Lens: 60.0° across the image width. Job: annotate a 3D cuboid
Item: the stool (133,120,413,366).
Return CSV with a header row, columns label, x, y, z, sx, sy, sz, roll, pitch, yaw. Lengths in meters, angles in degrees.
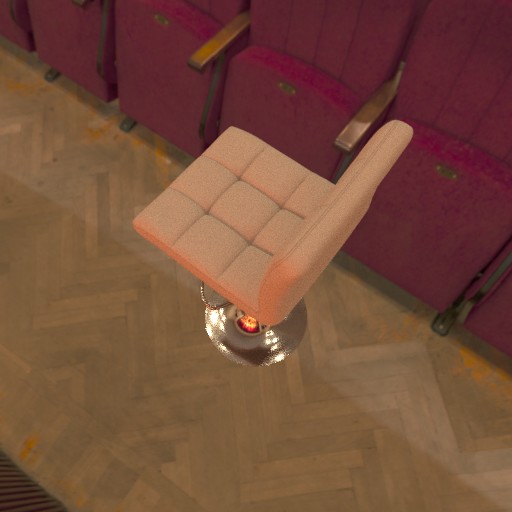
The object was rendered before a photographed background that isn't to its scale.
label,x,y,z,sx,sy,sz,roll,pitch,yaw
stool,0.000,0.000,1.354,0.505,1.115,0.430,34,68,16
